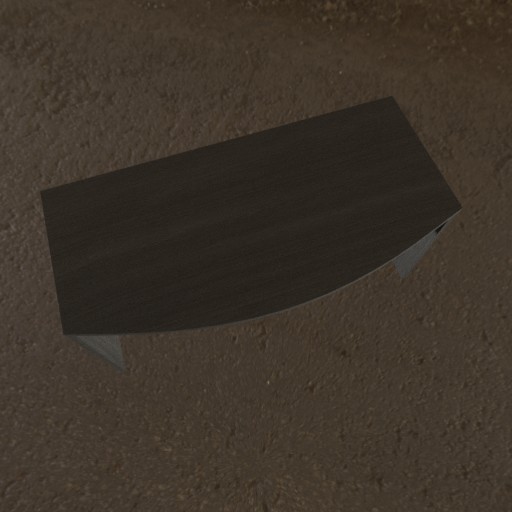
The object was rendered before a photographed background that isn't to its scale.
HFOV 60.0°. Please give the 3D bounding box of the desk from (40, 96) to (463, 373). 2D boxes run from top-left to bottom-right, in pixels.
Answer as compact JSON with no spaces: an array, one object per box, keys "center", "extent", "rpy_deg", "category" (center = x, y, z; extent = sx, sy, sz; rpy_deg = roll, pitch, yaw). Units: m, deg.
[{"center":[0.000,0.000,2.107],"extent":[1.600,0.750,0.802],"rpy_deg":[-17,66,-8],"category":"desk"}]
